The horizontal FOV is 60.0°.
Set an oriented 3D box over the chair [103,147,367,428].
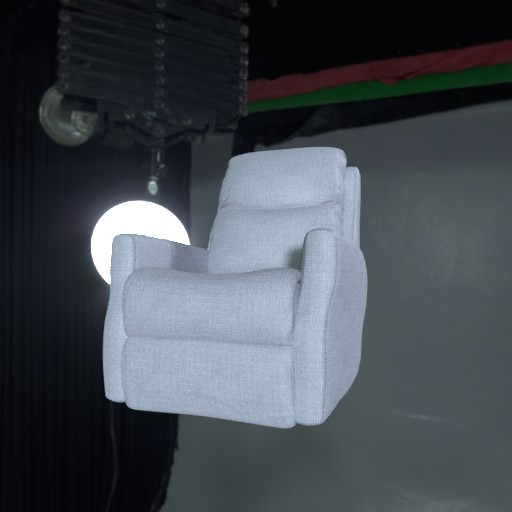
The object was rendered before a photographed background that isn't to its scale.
[{"bbox_3d":[0.000,0.000,1.767,0.829,1.030,1.080,0,-1,19],"label":"chair"}]
